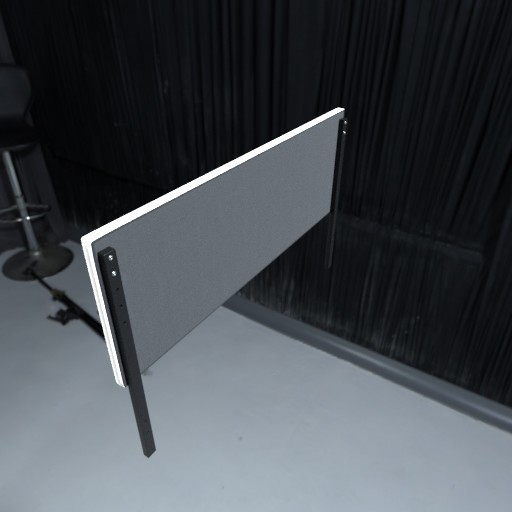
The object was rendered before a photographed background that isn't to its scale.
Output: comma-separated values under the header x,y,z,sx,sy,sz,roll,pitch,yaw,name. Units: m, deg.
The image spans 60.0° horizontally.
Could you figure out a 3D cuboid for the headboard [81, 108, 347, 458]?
x,y,z,sx,sy,sz,roll,pitch,yaw,name
0.000,0.000,2.919,0.120,1.410,2.362,20,38,28,headboard
